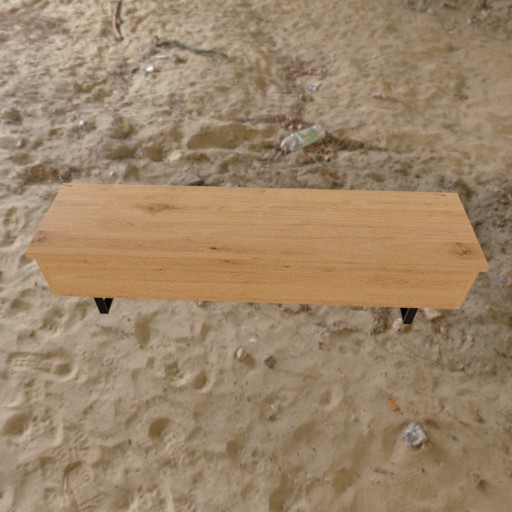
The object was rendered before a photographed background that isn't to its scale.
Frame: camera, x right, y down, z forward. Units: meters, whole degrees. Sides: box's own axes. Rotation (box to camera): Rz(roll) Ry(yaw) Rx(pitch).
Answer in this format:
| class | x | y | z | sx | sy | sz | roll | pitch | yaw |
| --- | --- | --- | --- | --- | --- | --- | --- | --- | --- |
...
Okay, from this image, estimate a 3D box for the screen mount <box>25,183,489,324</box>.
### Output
| class | x | y | z | sx | sy | sz | roll | pitch | yaw |
| --- | --- | --- | --- | --- | --- | --- | --- | --- | --- |
| screen mount | 0.000 | 0.000 | 1.929 | 1.700 | 0.430 | 0.450 | 2 | 46 | 2 |
